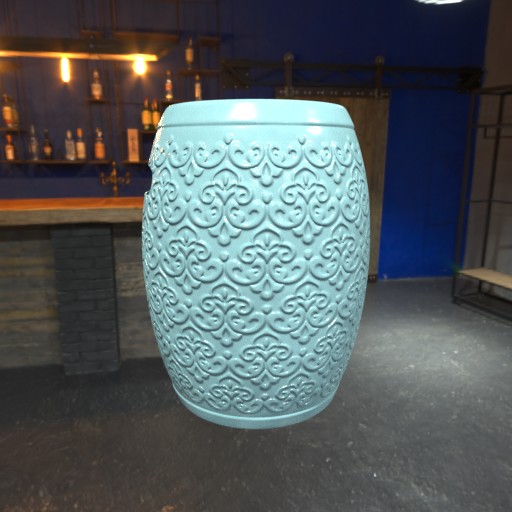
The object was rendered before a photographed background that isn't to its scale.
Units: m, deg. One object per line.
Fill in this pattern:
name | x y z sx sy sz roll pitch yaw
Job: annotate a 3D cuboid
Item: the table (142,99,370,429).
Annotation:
table | 0.000 0.000 0.623 0.309 0.397 0.309 0 14 0
